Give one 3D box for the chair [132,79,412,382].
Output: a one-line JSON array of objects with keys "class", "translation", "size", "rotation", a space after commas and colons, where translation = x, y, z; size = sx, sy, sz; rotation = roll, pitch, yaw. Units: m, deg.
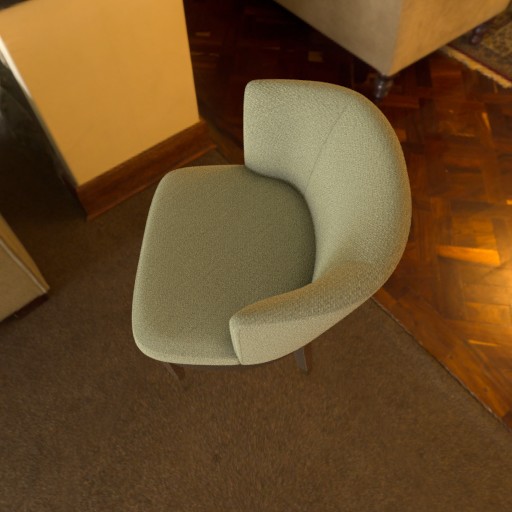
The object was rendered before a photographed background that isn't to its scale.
[{"class": "chair", "translation": [0.000, 0.000, 1.285], "size": [0.660, 0.760, 0.700], "rotation": [1, 59, 1]}]
